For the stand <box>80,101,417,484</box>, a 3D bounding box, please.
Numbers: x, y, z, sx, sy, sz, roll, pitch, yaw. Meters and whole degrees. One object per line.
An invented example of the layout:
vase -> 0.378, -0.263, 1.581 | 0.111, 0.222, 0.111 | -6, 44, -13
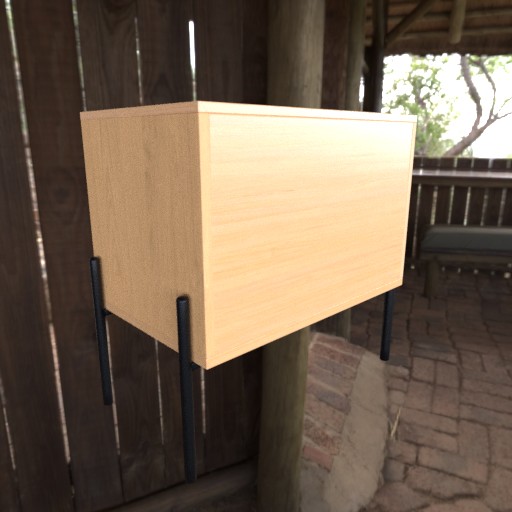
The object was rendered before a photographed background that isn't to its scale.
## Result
stand -> 0.000, 0.000, 0.983 | 0.630, 0.600, 0.400 | -14, 20, -42
